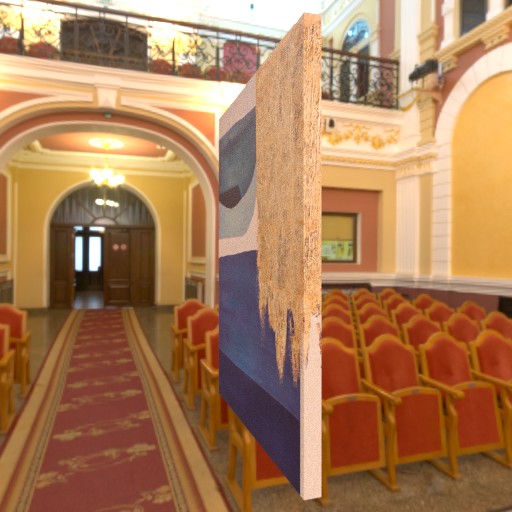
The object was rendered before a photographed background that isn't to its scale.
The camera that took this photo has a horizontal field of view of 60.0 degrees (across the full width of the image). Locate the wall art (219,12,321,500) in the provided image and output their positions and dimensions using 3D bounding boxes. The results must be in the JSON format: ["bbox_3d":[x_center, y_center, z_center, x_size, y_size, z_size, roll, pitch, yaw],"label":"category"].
[{"bbox_3d":[0.000,0.000,0.778,0.026,0.613,0.458,0,0,-18],"label":"wall art"}]
